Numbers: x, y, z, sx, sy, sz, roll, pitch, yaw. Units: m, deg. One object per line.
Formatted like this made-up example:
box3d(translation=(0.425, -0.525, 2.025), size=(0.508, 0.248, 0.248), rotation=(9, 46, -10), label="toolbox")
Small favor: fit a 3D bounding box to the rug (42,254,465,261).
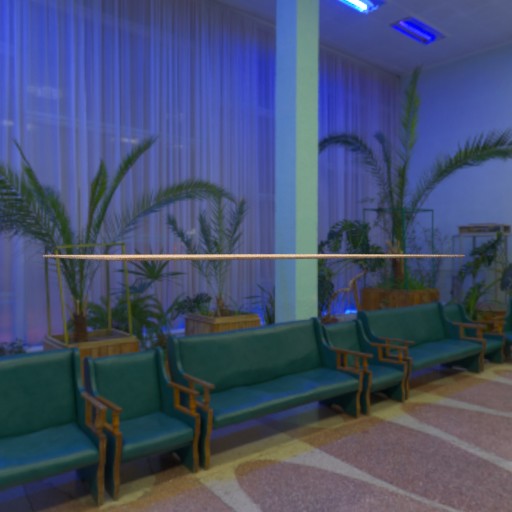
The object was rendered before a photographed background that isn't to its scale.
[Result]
box3d(translation=(0.000, 0.000, 2.995), size=(2.390, 0.015, 1.609), rotation=(0, 1, -35), label="rug")
